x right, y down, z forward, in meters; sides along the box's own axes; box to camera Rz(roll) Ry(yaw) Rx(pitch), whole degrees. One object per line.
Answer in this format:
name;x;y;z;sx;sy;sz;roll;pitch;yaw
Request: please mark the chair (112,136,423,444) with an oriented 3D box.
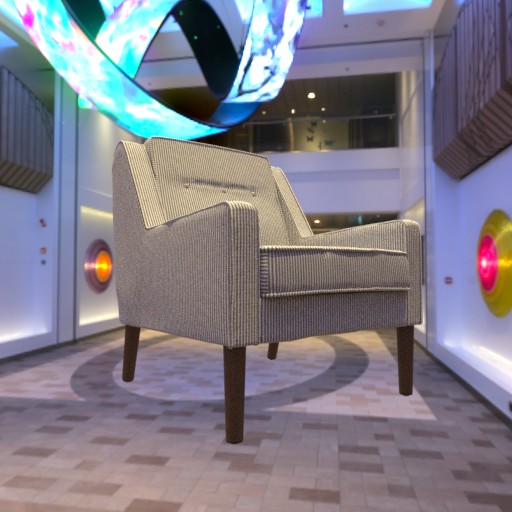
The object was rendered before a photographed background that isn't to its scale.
chair;0.000;0.000;1.340;0.663;0.792;0.743;1;-2;-36
